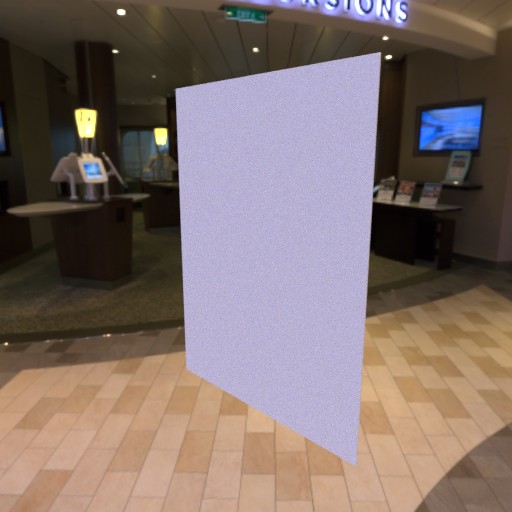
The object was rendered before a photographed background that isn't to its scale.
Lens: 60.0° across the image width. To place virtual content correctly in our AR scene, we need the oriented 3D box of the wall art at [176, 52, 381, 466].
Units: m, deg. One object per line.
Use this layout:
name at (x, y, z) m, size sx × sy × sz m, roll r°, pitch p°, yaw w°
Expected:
wall art at (0.000, 0.000, 0.795) m, size 0.003 × 0.610 × 0.457 m, roll -12°, pitch 18°, yaw -43°
